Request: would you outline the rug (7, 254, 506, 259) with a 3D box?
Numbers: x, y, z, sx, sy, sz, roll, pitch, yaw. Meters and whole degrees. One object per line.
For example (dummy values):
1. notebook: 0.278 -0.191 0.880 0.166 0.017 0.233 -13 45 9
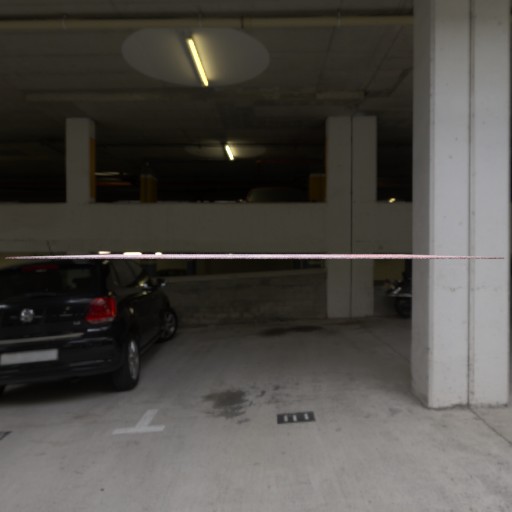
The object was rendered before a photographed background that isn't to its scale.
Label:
1. rug: 0.000 0.000 2.227 1.829 0.005 1.219 0 1 1
